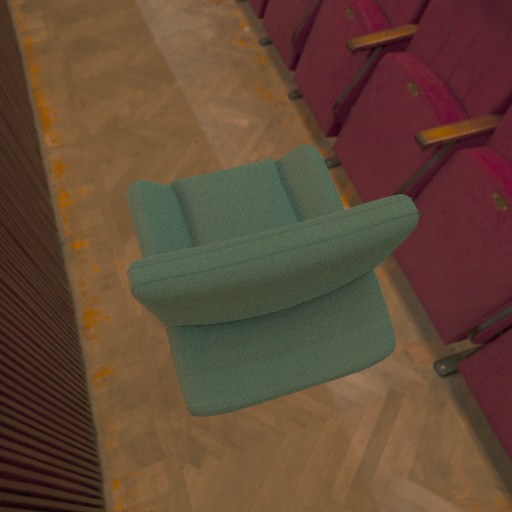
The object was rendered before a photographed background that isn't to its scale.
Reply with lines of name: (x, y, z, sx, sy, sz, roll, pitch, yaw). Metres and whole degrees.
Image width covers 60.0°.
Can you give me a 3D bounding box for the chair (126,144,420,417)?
chair: (0.000, 0.000, 1.685, 0.859, 0.855, 1.008, -15, 59, -9)
